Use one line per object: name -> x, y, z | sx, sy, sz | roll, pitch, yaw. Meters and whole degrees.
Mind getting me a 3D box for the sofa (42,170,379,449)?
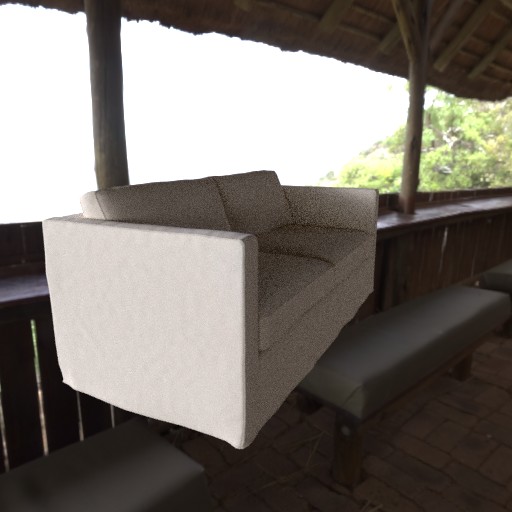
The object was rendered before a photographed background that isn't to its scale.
sofa -> 0.000, 0.000, 2.457 | 0.940, 0.870, 1.987 | 7, 15, 26
